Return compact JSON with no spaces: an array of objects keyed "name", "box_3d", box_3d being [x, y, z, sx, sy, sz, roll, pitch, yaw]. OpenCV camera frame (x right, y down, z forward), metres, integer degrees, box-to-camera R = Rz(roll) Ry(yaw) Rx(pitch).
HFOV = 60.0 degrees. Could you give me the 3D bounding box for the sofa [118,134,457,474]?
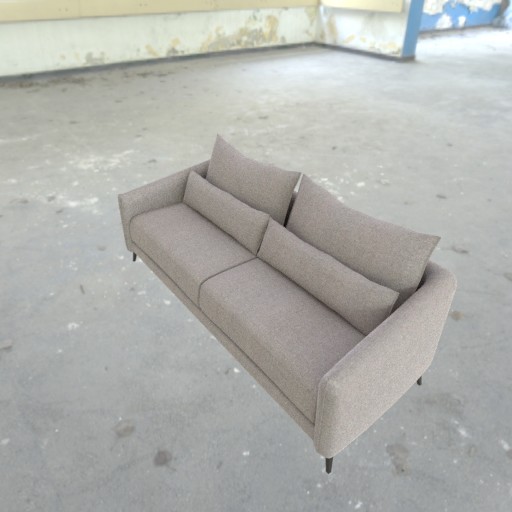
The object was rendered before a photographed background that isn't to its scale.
[{"name":"sofa","box_3d":[0.000,0.000,2.453,0.809,0.833,2.022,-22,39,-30]}]
